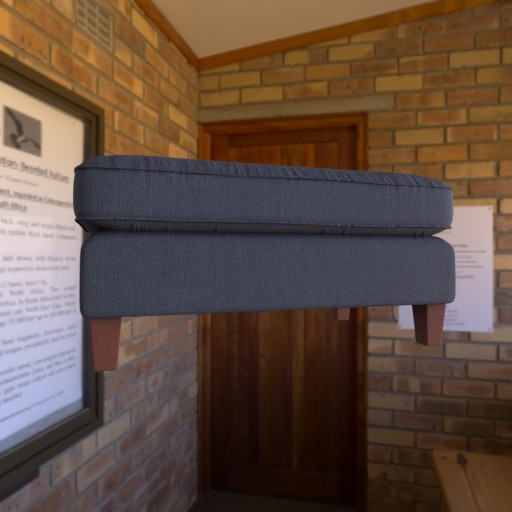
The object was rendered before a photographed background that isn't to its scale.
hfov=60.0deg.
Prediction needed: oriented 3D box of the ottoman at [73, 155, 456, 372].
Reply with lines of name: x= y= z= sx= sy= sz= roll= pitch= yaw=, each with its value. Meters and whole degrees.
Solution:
ottoman: x=0.000 y=0.000 z=1.188 sx=0.885 sy=0.438 sz=0.570 roll=0 pitch=0 yaw=-18
